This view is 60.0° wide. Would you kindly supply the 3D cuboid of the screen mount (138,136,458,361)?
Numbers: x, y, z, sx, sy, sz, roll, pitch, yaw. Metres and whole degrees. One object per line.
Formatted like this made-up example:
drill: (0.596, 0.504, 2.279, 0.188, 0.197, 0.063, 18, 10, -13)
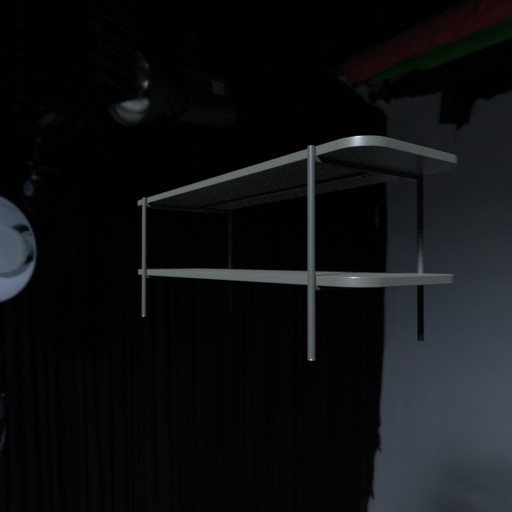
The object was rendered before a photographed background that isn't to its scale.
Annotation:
screen mount: (0.000, 0.000, 1.416, 0.400, 0.447, 1.200, 1, -1, -36)
